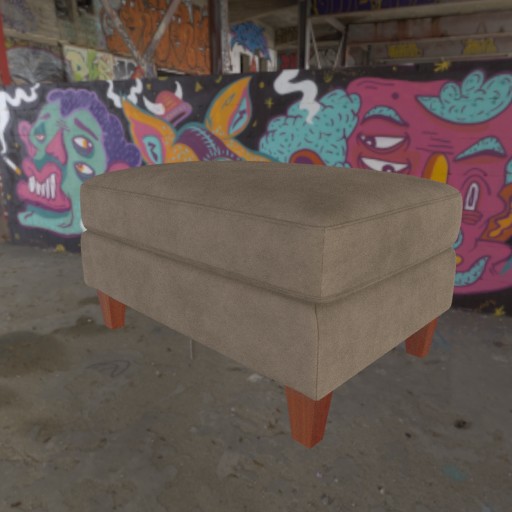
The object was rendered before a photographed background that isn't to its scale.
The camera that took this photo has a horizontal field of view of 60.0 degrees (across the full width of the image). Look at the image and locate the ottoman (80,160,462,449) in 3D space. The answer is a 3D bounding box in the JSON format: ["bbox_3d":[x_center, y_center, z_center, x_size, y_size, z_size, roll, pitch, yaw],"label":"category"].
[{"bbox_3d":[0.000,0.000,1.181,0.864,0.483,0.584,15,22,42],"label":"ottoman"}]
